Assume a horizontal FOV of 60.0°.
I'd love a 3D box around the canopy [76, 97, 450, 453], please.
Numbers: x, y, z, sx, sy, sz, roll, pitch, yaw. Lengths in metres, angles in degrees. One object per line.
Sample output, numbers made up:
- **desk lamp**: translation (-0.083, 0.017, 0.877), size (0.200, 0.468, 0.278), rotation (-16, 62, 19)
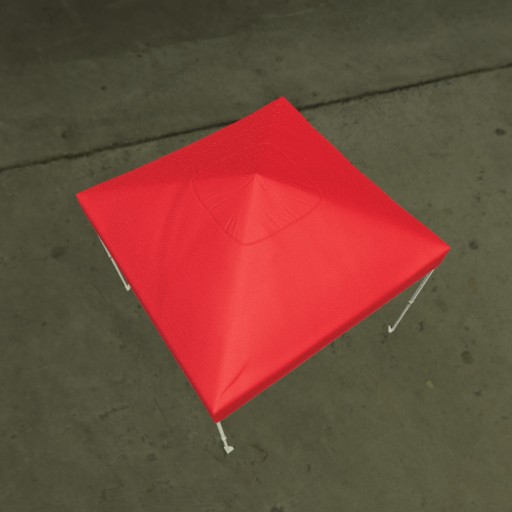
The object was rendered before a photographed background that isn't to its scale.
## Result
- **canopy**: translation (0.000, 0.000, 5.518), size (2.998, 2.997, 2.996), rotation (-31, 63, -18)
